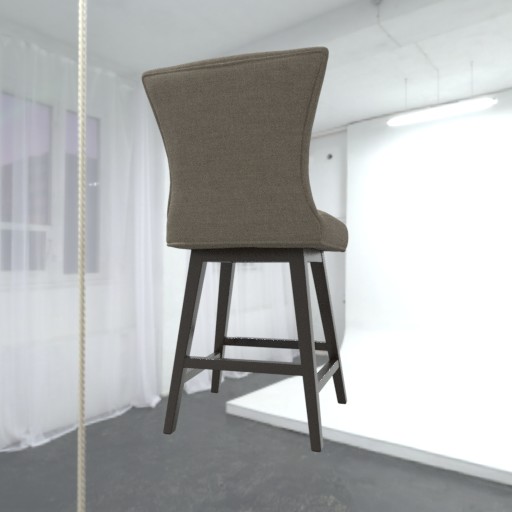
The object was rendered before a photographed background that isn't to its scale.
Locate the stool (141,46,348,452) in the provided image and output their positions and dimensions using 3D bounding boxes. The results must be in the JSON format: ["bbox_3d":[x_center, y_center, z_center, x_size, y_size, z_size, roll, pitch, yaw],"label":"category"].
[{"bbox_3d":[0.000,0.000,1.349,0.514,1.000,0.574,0,-2,16],"label":"stool"}]
